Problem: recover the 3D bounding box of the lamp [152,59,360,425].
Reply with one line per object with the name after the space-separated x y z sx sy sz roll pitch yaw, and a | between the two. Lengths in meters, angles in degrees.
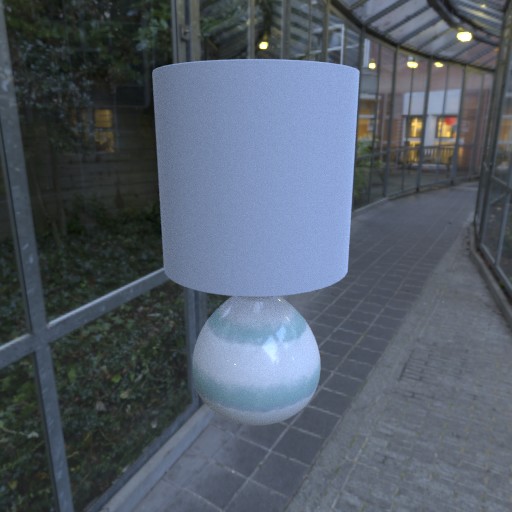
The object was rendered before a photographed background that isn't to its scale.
0.000 0.000 0.530 0.217 0.404 0.217 15 22 42 | lamp
